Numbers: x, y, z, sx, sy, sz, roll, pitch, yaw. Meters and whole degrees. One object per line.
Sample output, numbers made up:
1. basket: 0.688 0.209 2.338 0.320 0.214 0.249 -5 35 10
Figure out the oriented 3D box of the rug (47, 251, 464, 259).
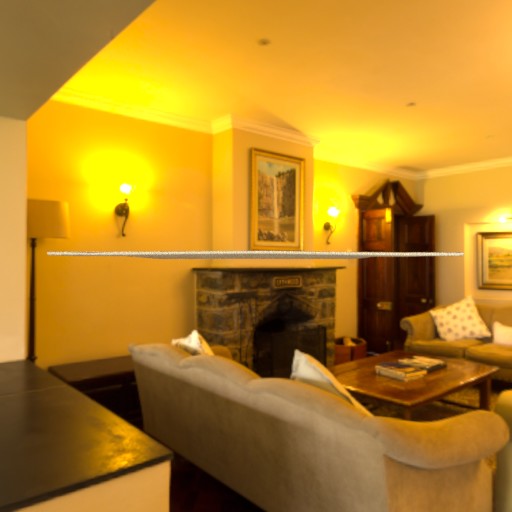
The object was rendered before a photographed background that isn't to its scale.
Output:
1. rug: 0.000 0.000 4.169 2.434 0.045 3.202 0 -1 0
